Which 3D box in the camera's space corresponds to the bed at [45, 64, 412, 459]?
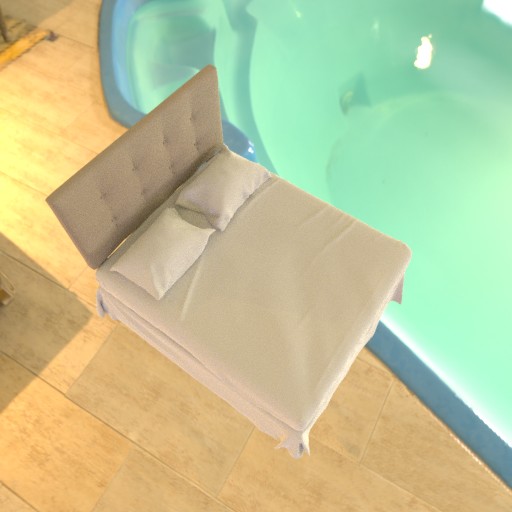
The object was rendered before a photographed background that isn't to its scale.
[{"bbox_3d":[0.000,0.000,3.423,2.222,1.577,1.936,32,64,17],"label":"bed"}]
